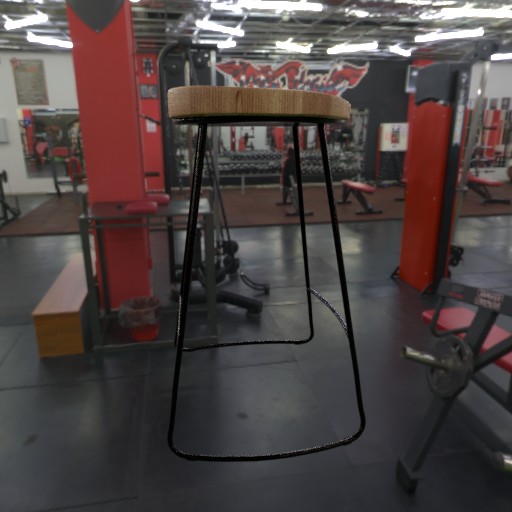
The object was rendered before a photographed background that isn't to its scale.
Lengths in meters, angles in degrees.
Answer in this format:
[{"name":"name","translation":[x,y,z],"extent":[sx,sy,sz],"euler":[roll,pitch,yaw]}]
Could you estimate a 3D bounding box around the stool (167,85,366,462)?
[{"name":"stool","translation":[0.000,0.000,0.980],"extent":[0.401,0.679,0.480],"euler":[-2,16,-8]}]
